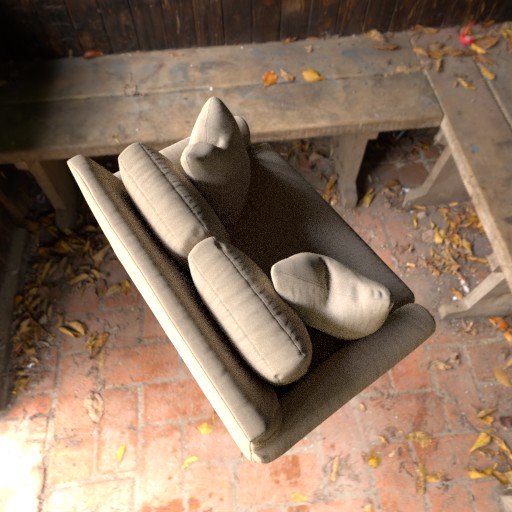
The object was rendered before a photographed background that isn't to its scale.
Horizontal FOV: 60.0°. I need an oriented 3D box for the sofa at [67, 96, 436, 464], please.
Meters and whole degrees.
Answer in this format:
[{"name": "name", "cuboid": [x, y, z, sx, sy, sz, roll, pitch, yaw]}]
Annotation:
[{"name": "sofa", "cuboid": [0.000, 0.000, 2.129, 1.070, 0.905, 1.550, -32, 65, -16]}]
